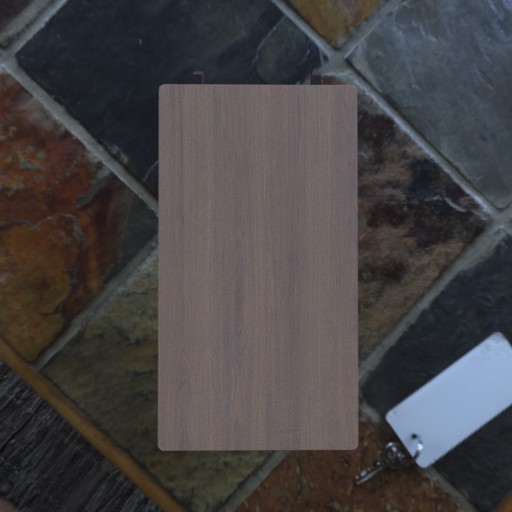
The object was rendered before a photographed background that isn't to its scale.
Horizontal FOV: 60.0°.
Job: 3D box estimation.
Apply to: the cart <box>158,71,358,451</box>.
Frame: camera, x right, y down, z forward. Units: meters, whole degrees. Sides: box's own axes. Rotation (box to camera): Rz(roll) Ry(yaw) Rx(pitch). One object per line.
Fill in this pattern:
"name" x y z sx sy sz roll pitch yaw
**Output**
"cart" 0.000 0.000 1.478 0.457 0.927 0.899 0 89 -1
